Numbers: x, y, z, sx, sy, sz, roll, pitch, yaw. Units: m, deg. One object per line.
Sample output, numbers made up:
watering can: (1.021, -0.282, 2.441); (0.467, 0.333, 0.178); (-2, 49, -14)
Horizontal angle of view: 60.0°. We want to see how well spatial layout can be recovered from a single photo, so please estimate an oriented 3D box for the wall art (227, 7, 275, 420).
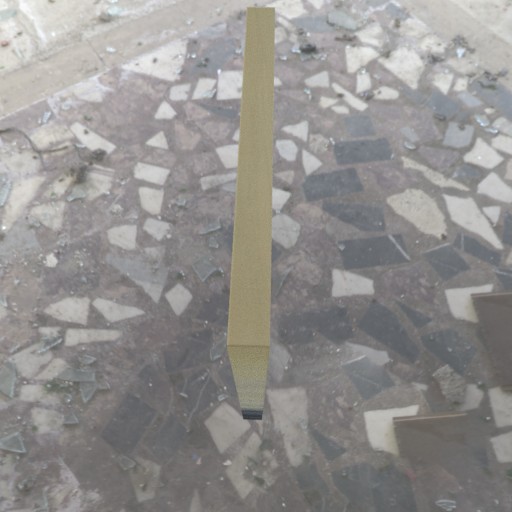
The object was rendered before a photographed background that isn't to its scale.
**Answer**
wall art: (0.000, 0.000, 0.794); (0.040, 0.608, 0.489); (2, 64, 1)
